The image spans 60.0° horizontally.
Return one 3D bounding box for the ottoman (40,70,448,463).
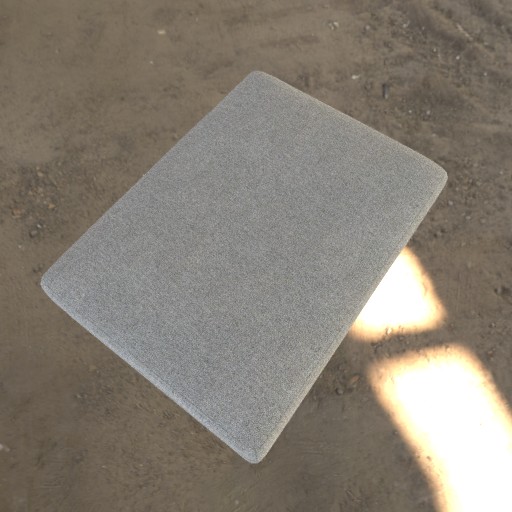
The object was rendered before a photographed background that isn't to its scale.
[{"bbox_3d":[0.000,0.000,1.181,0.611,0.441,0.821,34,69,15],"label":"ottoman"}]
